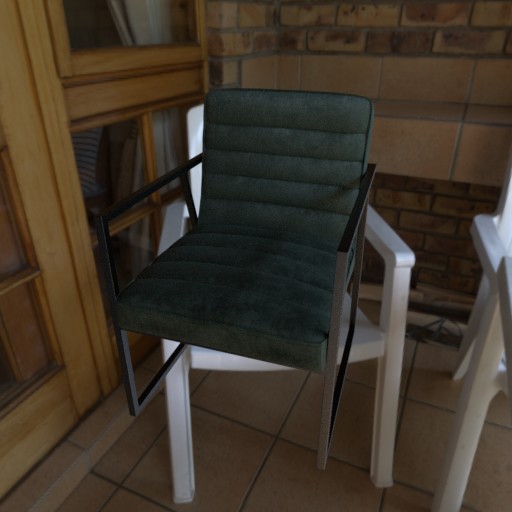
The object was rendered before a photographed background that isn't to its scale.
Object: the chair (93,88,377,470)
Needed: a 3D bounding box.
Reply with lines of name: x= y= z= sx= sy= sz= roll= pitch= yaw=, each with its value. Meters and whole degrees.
chair: x=0.000 y=0.000 z=1.267 sx=0.571 sy=0.833 sz=0.677 roll=9 pitch=29 yaw=16
